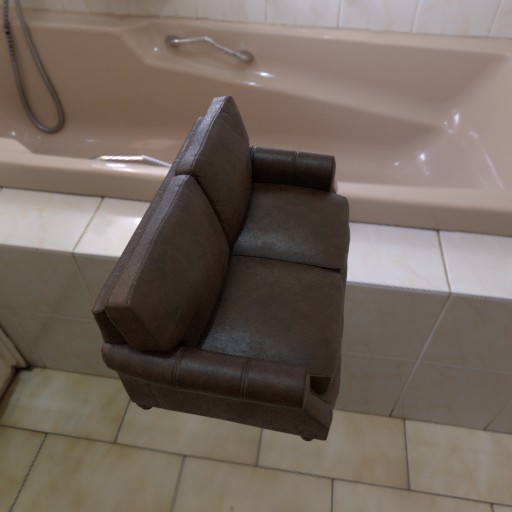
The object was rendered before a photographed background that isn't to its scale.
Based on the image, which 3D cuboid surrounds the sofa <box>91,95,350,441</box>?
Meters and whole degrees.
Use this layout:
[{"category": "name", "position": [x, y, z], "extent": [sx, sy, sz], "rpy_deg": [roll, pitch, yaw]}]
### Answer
[{"category": "sofa", "position": [0.000, 0.000, 2.271], "extent": [0.990, 0.976, 1.616], "rpy_deg": [8, 47, 8]}]
